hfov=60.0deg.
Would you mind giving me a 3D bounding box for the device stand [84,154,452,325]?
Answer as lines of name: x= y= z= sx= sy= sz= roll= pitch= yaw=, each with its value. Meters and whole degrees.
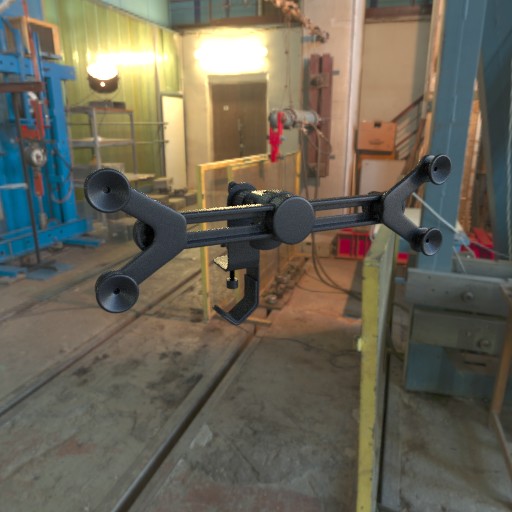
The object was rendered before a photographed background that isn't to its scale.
device stand: x=0.000 y=0.000 z=0.366 sx=0.270 sy=0.166 sz=0.142 roll=-8 pitch=19 yaw=-26
